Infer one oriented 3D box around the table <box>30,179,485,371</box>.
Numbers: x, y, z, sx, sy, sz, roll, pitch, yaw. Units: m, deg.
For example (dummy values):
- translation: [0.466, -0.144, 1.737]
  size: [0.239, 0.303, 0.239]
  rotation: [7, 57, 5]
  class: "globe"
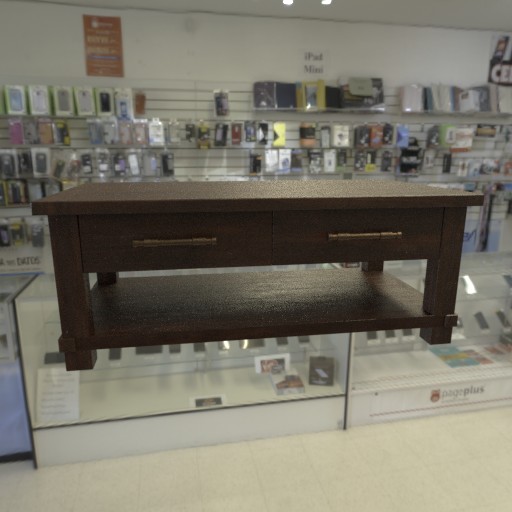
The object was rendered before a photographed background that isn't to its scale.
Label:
- translation: [0.000, 0.000, 1.606]
  size: [1.270, 0.494, 0.700]
  rotation: [-2, 14, -9]
  class: "table"
